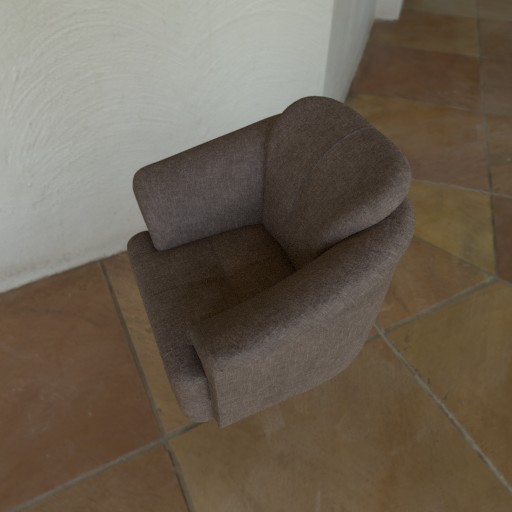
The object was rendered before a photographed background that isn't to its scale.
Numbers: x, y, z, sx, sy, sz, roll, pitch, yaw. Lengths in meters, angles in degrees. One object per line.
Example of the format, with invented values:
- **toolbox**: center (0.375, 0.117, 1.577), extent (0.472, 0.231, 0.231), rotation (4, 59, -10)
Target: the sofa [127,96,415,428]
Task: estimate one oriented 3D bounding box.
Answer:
- **sofa**: center (0.000, 0.000, 1.498), extent (0.794, 0.811, 0.870), rotation (-18, 49, -16)
